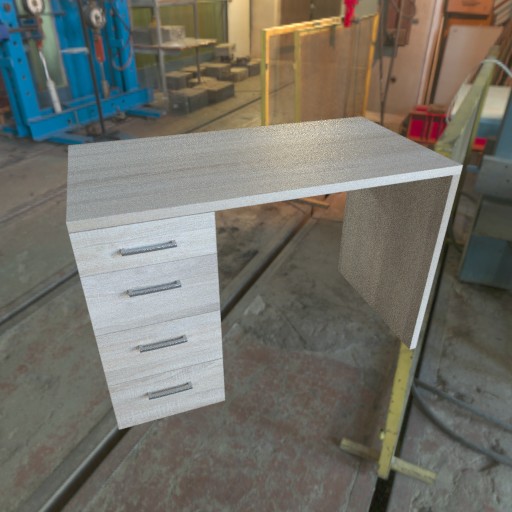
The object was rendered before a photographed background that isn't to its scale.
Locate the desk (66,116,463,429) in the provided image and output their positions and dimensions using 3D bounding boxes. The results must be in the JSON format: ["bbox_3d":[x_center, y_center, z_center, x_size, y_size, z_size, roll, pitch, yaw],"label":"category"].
[{"bbox_3d":[0.000,0.000,1.567,1.100,0.731,0.600,-10,34,-16],"label":"desk"}]
